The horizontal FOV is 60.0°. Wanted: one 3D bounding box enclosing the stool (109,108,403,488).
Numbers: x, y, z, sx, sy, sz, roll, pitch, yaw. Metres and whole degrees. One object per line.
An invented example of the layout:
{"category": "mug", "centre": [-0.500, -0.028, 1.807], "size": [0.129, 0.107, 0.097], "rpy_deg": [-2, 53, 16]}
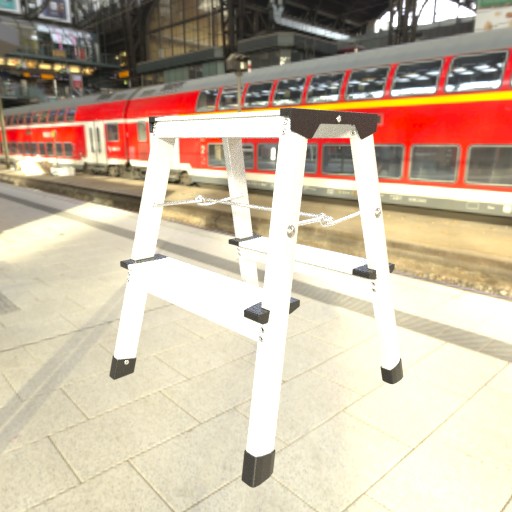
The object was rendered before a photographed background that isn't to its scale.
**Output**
{"category": "stool", "centre": [0.000, 0.000, 0.791], "size": [0.405, 0.480, 0.404], "rpy_deg": [-14, 20, -43]}
